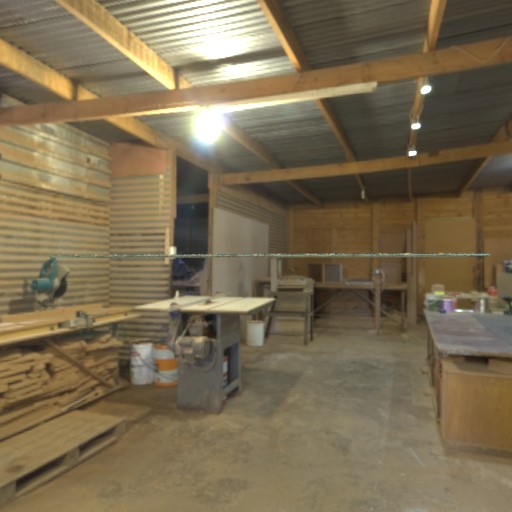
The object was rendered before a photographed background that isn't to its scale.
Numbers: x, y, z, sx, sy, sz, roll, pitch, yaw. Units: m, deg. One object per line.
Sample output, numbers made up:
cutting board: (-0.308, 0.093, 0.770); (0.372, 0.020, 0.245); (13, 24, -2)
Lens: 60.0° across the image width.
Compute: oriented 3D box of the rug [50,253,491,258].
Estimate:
rug: (0.000, 0.000, 2.537); (2.292, 0.014, 0.685); (0, -1, 18)
